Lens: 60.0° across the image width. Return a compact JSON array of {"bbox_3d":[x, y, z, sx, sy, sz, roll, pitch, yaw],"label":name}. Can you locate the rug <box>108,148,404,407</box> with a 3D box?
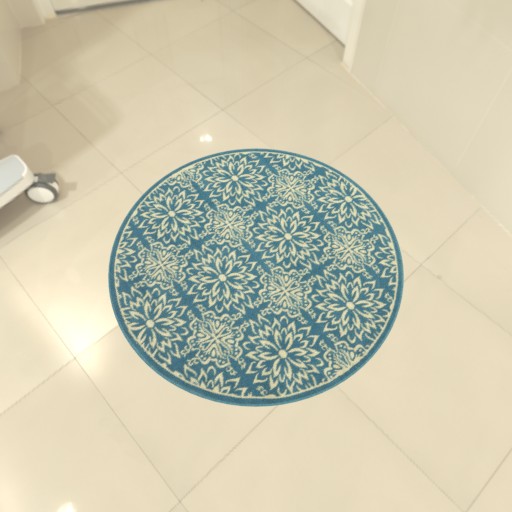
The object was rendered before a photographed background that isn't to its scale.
[{"bbox_3d":[0.000,0.000,2.423,1.593,0.012,1.593,0,59,0],"label":"rug"}]
